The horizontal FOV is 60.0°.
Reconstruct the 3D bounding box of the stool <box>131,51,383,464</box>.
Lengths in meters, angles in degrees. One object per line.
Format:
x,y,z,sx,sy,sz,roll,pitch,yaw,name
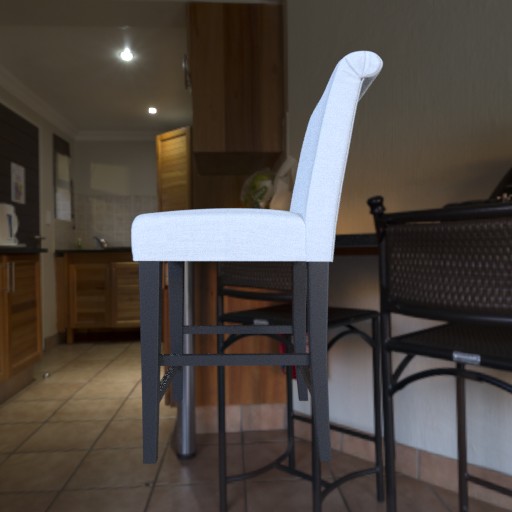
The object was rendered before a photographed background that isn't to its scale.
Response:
0.000,0.000,1.266,0.597,0.976,0.452,0,1,-1,stool
